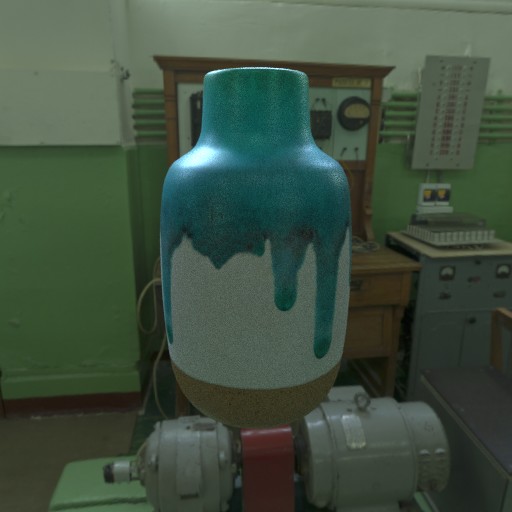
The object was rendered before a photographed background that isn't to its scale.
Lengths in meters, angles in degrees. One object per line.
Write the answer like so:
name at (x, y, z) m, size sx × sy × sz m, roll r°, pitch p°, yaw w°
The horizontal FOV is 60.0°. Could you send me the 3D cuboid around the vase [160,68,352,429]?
vase at (0.000, 0.000, 0.251) m, size 0.106 × 0.192 × 0.106 m, roll 0°, pitch 15°, yaw 0°
